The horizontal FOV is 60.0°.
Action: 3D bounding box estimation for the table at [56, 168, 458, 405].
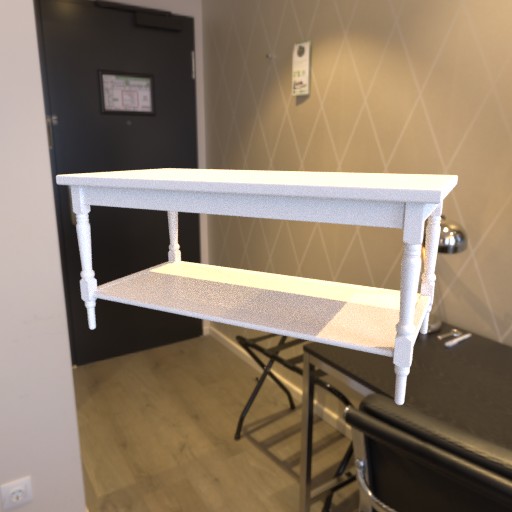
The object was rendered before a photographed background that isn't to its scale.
[{"bbox_3d":[0.000,0.000,1.421,1.107,0.510,0.550,7,15,26],"label":"table"}]
